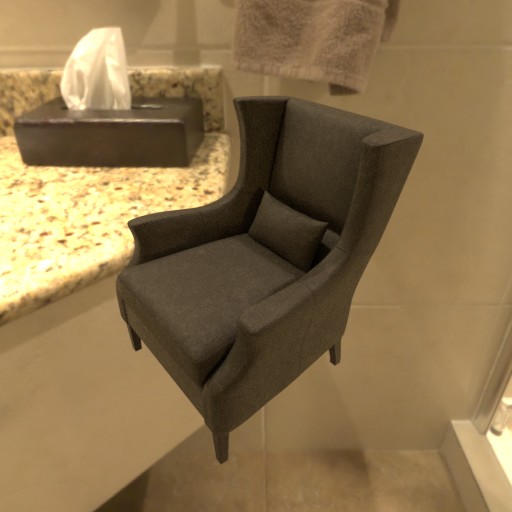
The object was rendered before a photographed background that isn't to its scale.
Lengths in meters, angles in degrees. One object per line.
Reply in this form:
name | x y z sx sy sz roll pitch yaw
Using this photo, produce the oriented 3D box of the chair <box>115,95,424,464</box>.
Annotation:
chair | 0.000 0.000 1.722 0.926 1.016 0.853 -22 39 -31
